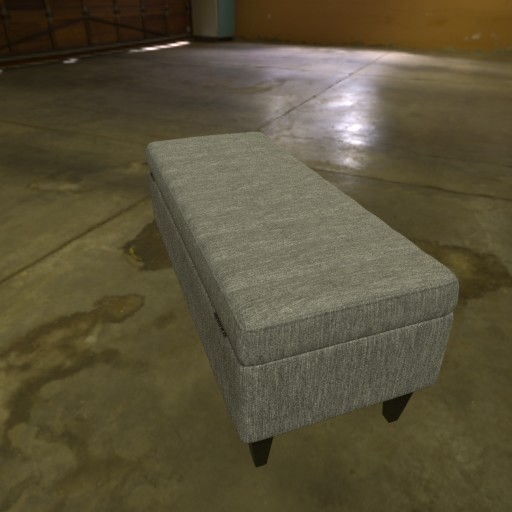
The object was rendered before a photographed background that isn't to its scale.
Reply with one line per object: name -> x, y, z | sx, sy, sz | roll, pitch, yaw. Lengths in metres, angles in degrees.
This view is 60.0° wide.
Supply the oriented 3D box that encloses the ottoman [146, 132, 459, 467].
ottoman -> 0.000, 0.000, 1.376 | 0.482, 0.469, 1.151 | -11, 32, -17
